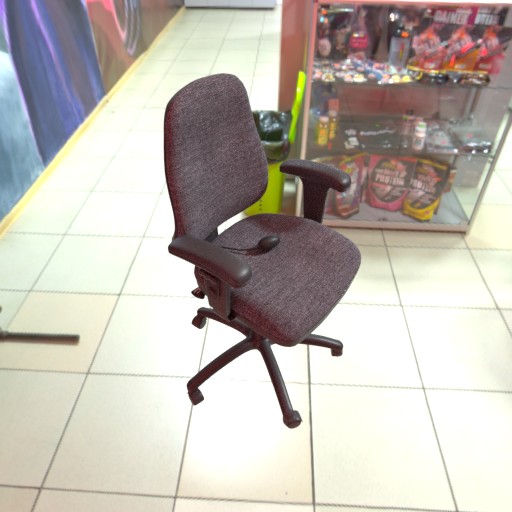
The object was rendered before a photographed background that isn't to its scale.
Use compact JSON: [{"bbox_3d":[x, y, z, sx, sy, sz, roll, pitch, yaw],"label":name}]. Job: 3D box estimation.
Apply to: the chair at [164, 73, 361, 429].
[{"bbox_3d":[0.000,0.000,1.239,0.530,0.910,0.550,25,46,27],"label":"chair"}]
